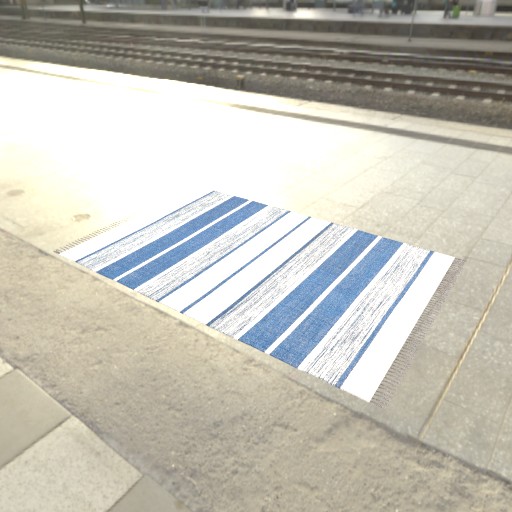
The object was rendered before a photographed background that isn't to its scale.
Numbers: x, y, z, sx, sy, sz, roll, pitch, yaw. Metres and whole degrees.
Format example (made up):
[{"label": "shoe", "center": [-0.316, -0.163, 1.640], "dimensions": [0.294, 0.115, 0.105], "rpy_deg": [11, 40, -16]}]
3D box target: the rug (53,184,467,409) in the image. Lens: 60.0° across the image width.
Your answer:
[{"label": "rug", "center": [0.000, 0.000, 3.073], "dimensions": [2.441, 0.010, 1.532], "rpy_deg": [19, 36, 29]}]
